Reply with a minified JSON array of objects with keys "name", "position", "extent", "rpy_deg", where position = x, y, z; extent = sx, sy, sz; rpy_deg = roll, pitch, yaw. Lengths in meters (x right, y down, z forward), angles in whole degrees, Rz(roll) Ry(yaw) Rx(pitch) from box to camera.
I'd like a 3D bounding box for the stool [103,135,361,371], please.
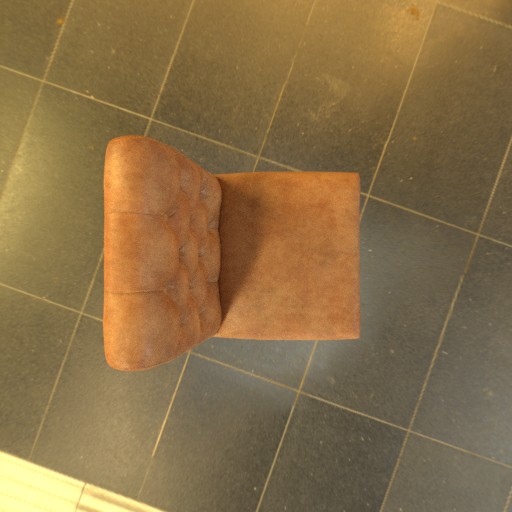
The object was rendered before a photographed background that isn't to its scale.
[{"name":"stool","position":[0.000,0.000,1.369],"extent":[0.601,1.047,0.493],"rpy_deg":[0,89,1]}]
